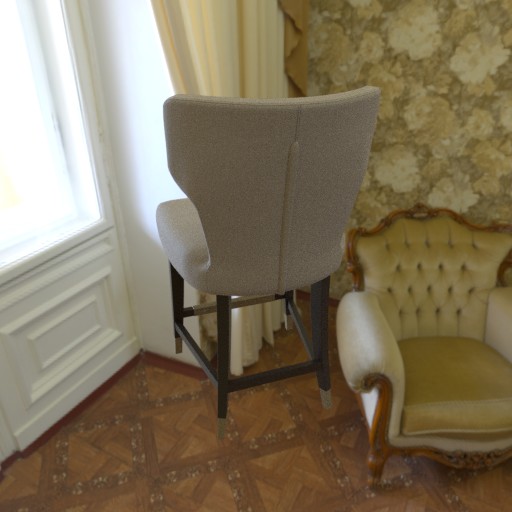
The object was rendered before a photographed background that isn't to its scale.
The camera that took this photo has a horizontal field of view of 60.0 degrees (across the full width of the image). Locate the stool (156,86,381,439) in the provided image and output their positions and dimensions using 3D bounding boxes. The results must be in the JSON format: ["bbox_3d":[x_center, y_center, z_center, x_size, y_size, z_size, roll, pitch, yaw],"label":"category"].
[{"bbox_3d":[0.000,0.000,1.344,0.527,0.982,0.563,-9,28,-17],"label":"stool"}]
